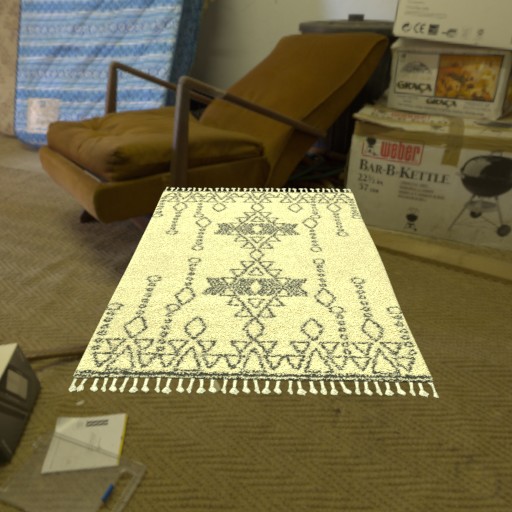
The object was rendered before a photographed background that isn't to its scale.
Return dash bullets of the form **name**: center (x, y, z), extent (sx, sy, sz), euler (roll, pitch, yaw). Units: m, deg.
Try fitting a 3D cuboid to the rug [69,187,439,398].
- **rug**: center (0.000, 0.000, 3.796), extent (2.125, 0.028, 3.027), euler (0, 31, 1)
